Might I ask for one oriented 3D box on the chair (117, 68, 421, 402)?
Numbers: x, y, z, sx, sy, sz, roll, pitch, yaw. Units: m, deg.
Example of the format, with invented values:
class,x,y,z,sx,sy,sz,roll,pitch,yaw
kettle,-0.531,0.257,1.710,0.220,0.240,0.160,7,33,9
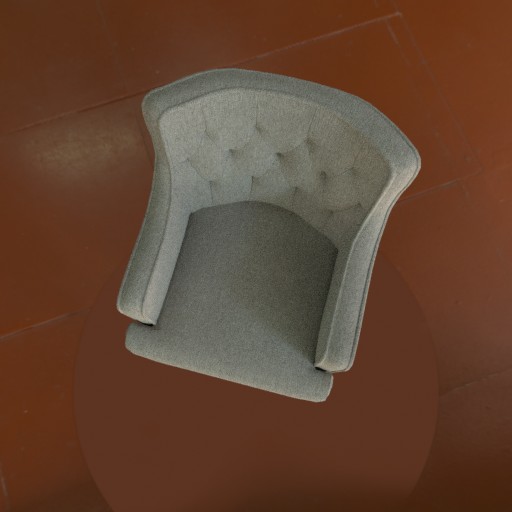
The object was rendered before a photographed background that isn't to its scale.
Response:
class,x,y,z,sx,sy,sz,roll,pitch,yaw
chair,0.000,0.000,1.603,0.820,0.920,0.910,14,76,4
